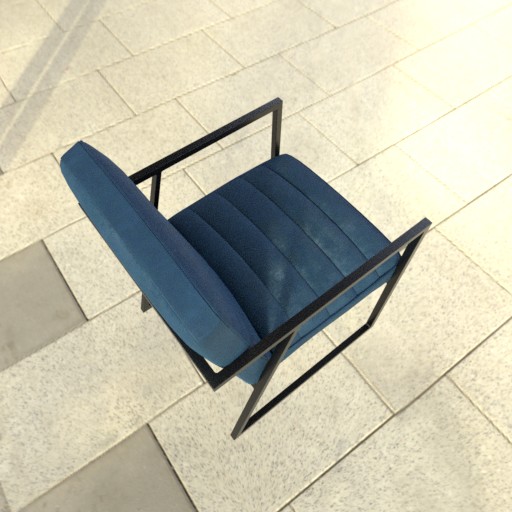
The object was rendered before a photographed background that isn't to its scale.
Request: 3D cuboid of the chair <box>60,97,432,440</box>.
[{"bbox_3d":[0.000,0.000,1.235,0.677,0.833,0.571,-33,64,-19],"label":"chair"}]
